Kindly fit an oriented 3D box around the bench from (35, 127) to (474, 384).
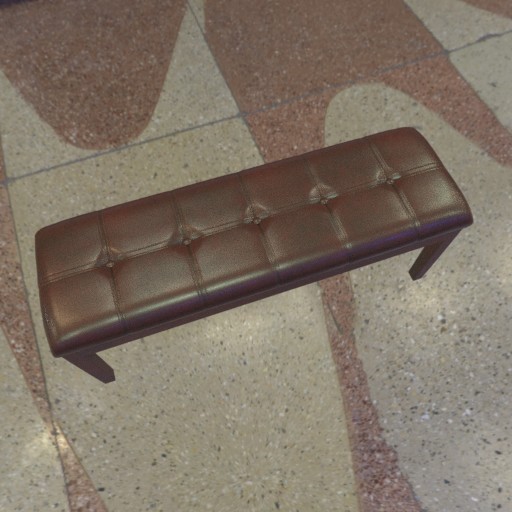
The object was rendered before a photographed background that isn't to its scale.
[{"bbox_3d":[0.000,0.000,1.482,1.259,0.491,0.401,-17,65,-8],"label":"bench"}]
